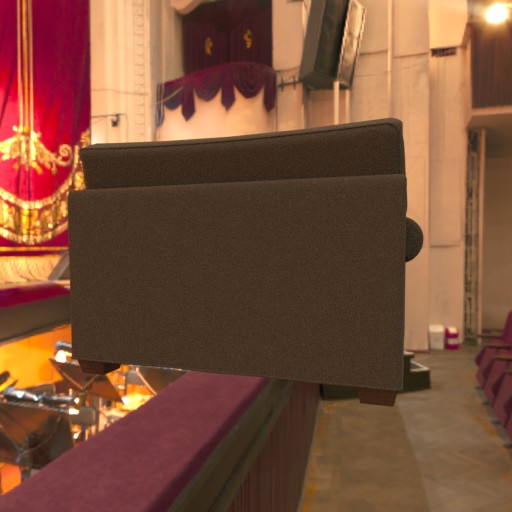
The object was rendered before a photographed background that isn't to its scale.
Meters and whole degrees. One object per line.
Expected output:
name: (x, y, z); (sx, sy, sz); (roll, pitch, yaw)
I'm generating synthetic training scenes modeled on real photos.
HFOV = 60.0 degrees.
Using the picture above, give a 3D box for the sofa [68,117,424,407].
sofa: (0.000, 0.000, 2.016); (1.410, 0.953, 0.940); (0, 1, 19)
